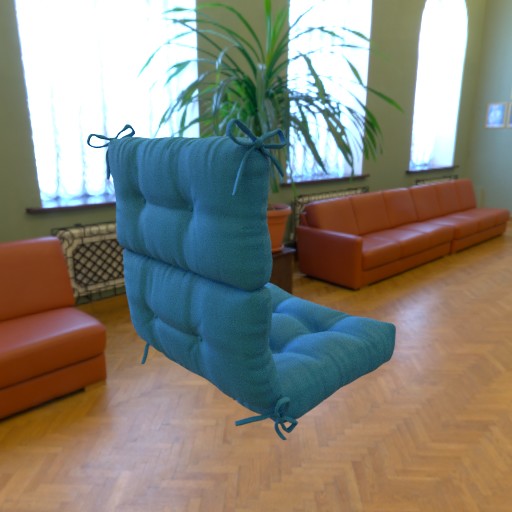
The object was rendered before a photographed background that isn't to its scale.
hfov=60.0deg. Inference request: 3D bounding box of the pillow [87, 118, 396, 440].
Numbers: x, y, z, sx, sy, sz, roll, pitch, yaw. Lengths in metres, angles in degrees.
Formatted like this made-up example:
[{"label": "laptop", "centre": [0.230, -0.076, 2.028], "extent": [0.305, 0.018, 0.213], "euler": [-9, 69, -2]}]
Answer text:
[{"label": "pillow", "centre": [0.000, 0.000, 1.059], "extent": [0.571, 0.605, 0.519], "euler": [-14, 20, -42]}]
